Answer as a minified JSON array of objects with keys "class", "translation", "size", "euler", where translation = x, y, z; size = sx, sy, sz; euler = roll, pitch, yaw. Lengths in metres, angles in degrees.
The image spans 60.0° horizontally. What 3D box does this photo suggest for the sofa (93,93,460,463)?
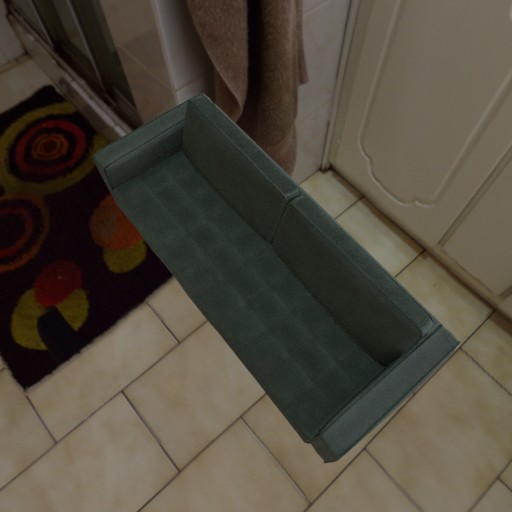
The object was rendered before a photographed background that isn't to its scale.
[{"class":"sofa","translation":[0.000,0.000,2.616],"size":[0.886,0.781,2.214],"euler":[-36,69,-16]}]
